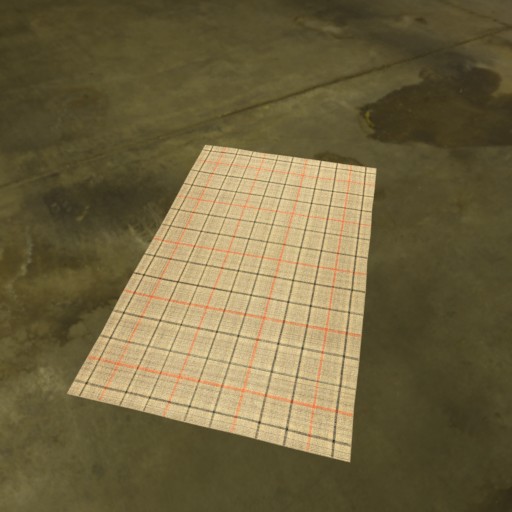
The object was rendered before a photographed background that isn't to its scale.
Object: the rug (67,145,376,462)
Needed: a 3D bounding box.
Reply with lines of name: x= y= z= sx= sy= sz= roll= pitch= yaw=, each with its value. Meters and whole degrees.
rug: x=0.000 y=0.000 z=3.080 sx=1.524 sy=0.015 sz=2.439 roll=10 pitch=48 yaw=9
